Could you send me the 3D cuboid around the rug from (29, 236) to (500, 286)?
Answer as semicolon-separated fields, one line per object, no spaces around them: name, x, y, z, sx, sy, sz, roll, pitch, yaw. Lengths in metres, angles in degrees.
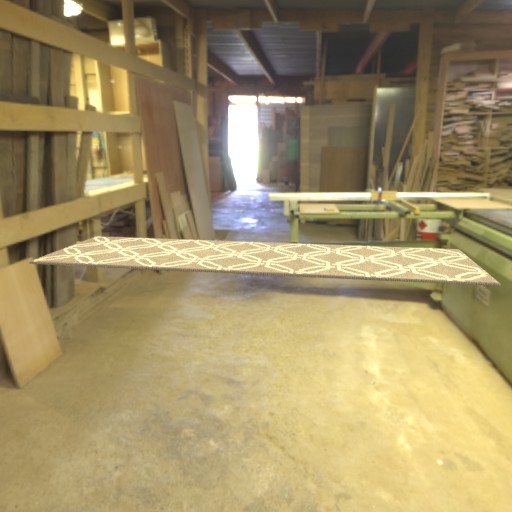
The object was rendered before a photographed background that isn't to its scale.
rug;0.000;0.000;2.435;2.276;0.014;0.678;2;14;9
